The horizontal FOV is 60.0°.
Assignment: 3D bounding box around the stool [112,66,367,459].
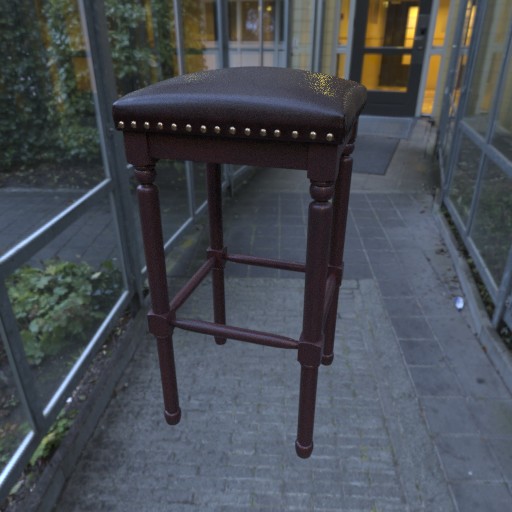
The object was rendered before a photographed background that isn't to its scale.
[{"bbox_3d":[0.000,0.000,0.976,0.383,0.768,0.382,8,28,15],"label":"stool"}]
